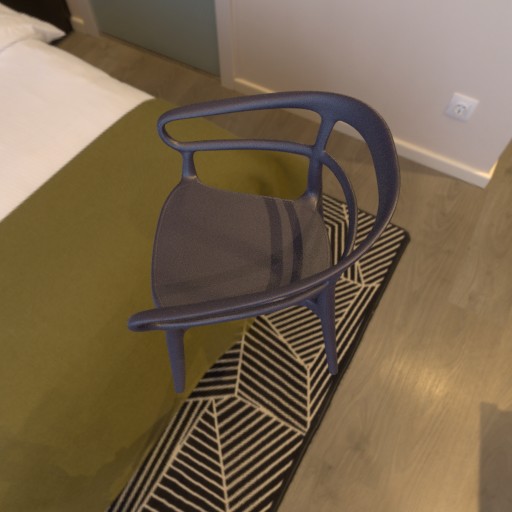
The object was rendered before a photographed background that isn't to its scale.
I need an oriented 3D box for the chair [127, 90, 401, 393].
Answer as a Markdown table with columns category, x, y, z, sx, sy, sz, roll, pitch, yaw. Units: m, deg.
| category | x | y | z | sx | sy | sz | roll | pitch | yaw |
| --- | --- | --- | --- | --- | --- | --- | --- | --- | --- |
| chair | 0.000 | 0.000 | 1.153 | 0.527 | 0.761 | 0.559 | 0 | 60 | 0 |
